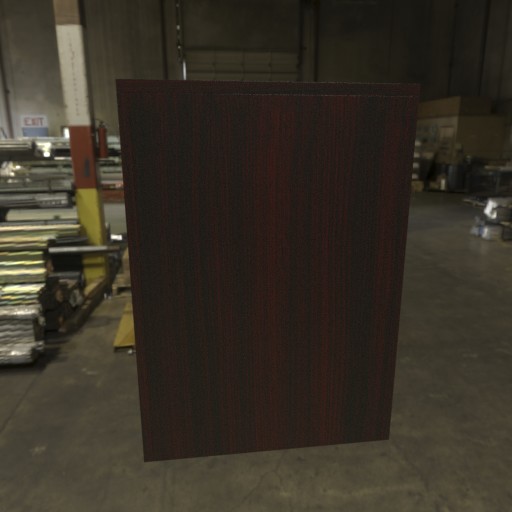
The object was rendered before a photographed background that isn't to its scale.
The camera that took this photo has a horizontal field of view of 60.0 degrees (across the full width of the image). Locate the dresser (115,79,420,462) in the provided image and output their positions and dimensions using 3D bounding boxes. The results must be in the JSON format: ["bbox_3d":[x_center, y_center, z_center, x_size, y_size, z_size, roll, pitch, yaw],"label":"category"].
[{"bbox_3d":[0.000,0.000,0.817,0.400,0.560,0.360,-2,15,-7],"label":"dresser"}]
